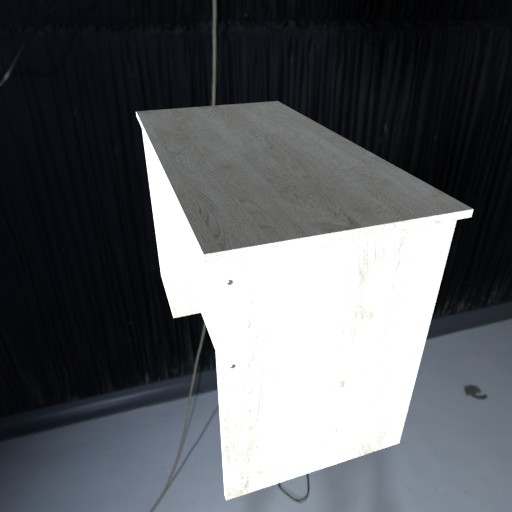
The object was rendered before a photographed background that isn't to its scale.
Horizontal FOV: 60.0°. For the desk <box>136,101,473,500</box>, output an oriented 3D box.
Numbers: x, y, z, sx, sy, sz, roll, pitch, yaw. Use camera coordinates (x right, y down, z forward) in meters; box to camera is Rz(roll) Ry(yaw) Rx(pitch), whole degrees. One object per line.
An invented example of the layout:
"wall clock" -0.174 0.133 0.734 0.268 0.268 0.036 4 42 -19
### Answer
"desk" 0.000 0.000 1.452 0.560 0.730 1.096 -10 32 -16
